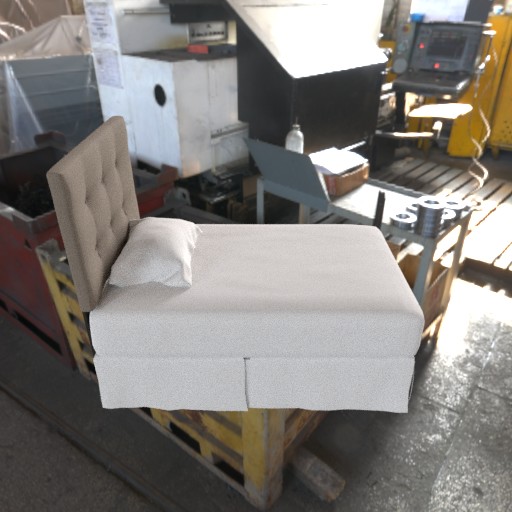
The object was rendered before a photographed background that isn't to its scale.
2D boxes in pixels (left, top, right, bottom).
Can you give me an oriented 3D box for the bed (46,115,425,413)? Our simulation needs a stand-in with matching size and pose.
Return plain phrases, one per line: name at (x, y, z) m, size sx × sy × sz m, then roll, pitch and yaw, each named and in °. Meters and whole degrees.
bed at (0.000, 0.000, 2.940) m, size 1.997 × 1.571 × 1.261 m, roll 0°, pitch 31°, yaw 0°
